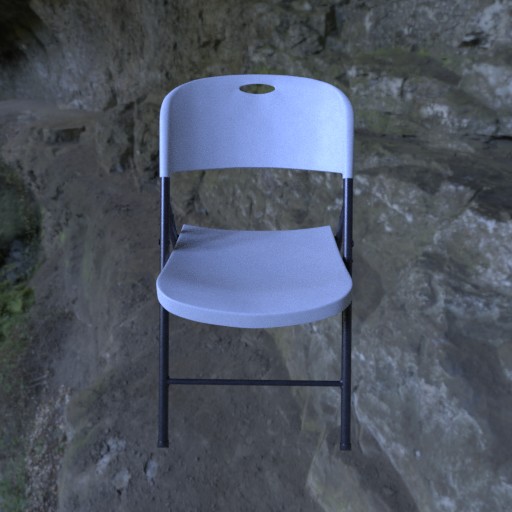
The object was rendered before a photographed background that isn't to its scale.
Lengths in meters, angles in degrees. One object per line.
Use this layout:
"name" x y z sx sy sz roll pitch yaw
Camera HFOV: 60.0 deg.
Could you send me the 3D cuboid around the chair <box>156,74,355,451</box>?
"chair" 0.000 0.000 1.157 0.494 0.810 0.566 1 30 1
